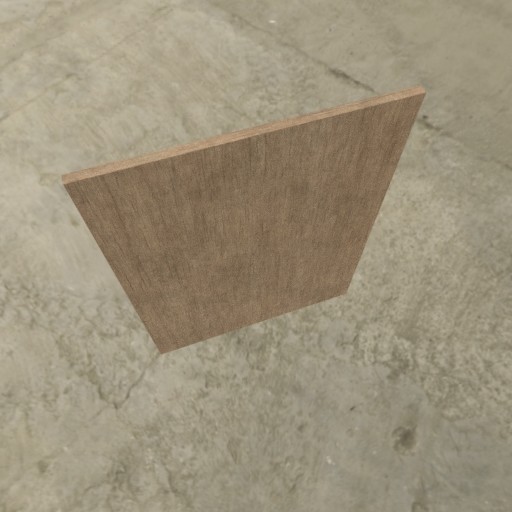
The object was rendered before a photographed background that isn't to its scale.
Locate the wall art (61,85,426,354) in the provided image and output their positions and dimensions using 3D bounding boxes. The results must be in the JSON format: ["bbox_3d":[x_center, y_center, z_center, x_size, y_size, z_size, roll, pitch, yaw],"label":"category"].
[{"bbox_3d":[0.000,0.000,0.915,0.534,0.686,0.018,-17,61,-10],"label":"wall art"}]
